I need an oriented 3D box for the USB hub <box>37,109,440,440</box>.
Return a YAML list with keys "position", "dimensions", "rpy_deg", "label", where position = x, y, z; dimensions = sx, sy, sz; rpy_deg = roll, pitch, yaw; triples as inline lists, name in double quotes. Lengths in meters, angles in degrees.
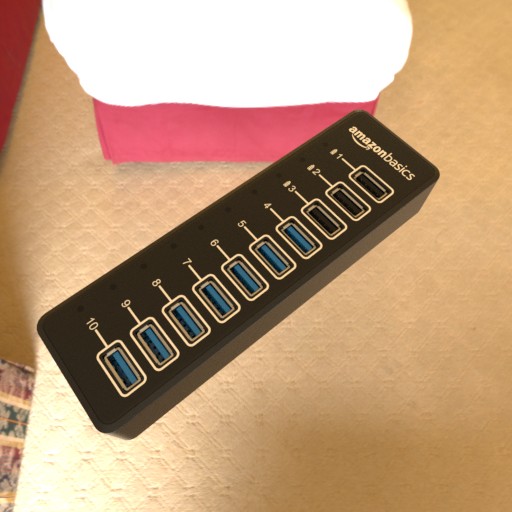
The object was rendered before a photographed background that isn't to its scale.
- position: [0.000, 0.000, 0.160]
  dimensions: [0.145, 0.023, 0.044]
  rpy_deg: [-36, 68, -17]
  label: "USB hub"
